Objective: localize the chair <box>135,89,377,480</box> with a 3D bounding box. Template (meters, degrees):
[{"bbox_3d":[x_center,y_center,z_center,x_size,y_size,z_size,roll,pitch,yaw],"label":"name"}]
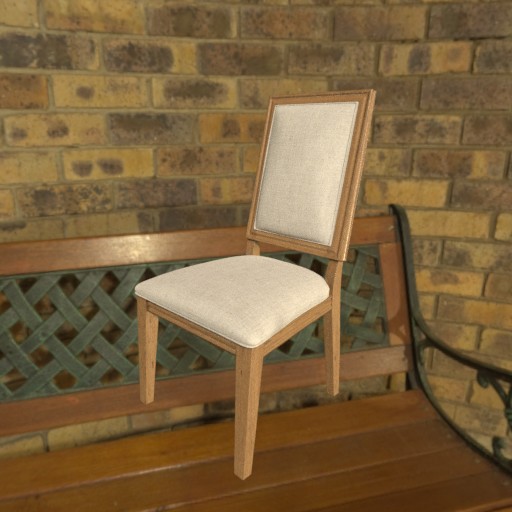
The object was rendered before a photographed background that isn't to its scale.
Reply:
[{"bbox_3d":[0.000,0.000,1.386,0.536,0.988,0.601,16,22,42],"label":"chair"}]
